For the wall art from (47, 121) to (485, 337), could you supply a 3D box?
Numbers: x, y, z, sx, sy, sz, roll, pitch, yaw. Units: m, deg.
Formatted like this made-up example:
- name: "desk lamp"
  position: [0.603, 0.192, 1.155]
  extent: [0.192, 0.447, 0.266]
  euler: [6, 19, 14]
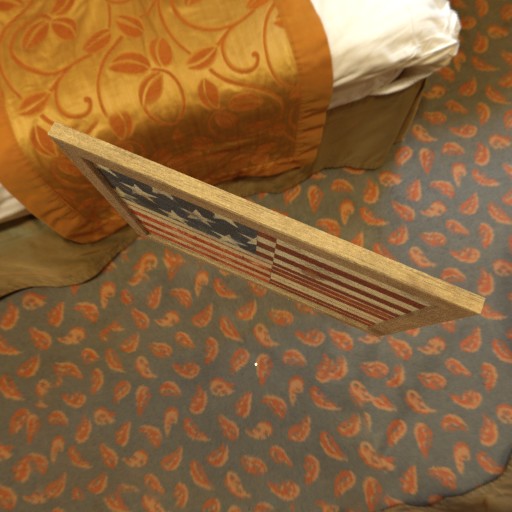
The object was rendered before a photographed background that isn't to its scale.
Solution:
- name: "wall art"
  position: [0.000, 0.000, 0.910]
  extent: [0.690, 0.535, 0.026]
  euler: [23, 77, 5]
